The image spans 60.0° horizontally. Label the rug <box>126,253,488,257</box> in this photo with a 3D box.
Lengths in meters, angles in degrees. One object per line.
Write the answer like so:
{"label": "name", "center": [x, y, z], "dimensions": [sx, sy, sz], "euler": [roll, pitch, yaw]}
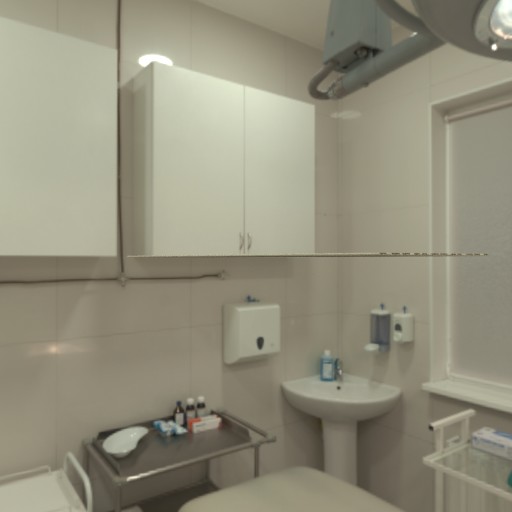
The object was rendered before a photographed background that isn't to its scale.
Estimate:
{"label": "rug", "center": [0.000, 0.000, 2.704], "dimensions": [0.750, 0.009, 2.435], "euler": [0, 0, -36]}
